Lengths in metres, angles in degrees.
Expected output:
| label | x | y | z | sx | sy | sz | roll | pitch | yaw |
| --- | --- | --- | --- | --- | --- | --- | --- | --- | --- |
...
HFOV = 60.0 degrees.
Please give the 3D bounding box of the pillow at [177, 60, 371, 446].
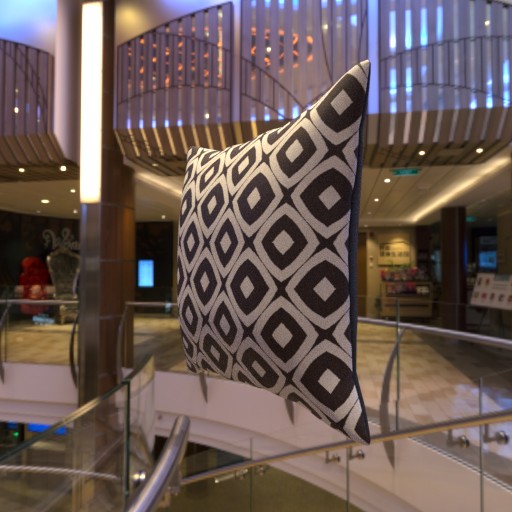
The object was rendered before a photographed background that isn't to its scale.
| label | x | y | z | sx | sy | sz | roll | pitch | yaw |
| --- | --- | --- | --- | --- | --- | --- | --- | --- | --- |
| pillow | 0.000 | 0.000 | 0.768 | 0.188 | 0.494 | 0.504 | 1 | -2 | -36 |
